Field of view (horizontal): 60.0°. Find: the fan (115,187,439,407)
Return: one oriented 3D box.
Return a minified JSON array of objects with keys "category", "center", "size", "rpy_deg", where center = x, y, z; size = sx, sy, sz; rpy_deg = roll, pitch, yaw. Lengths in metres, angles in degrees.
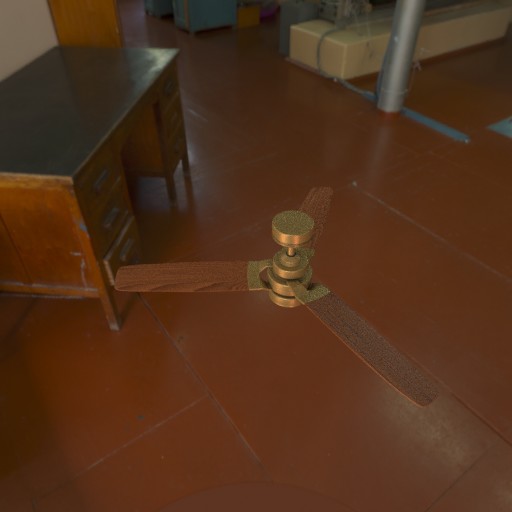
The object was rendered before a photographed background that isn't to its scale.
[{"category":"fan","center":[0.000,0.000,1.989],"size":[1.271,0.425,1.416],"rpy_deg":[-1,41,-1]}]
